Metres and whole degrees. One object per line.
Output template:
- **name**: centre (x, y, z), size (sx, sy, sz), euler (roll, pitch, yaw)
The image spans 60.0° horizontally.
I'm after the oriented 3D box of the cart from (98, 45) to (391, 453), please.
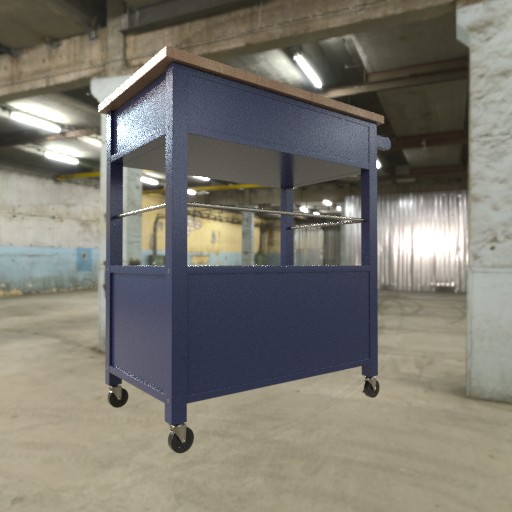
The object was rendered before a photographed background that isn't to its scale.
- **cart**: centre (0.000, 0.000, 1.392), size (0.840, 0.901, 0.459), euler (1, -1, -37)
